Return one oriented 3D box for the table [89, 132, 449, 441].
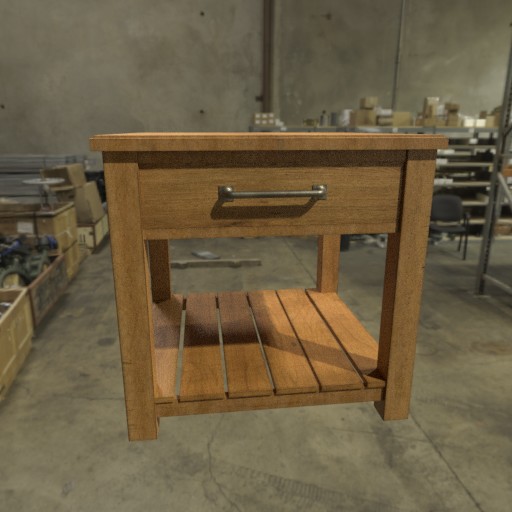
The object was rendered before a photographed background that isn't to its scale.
[{"bbox_3d":[0.000,0.000,1.114,0.616,0.593,0.612,-2,16,-7],"label":"table"}]
